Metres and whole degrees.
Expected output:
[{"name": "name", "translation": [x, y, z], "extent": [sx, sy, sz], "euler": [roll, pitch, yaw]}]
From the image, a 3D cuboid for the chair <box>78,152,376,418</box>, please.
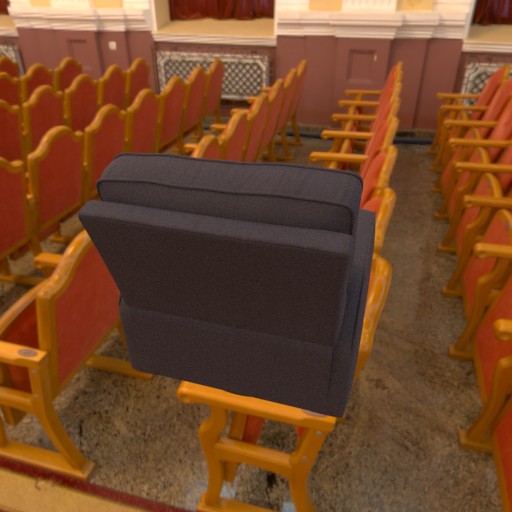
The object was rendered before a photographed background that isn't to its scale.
[{"name": "chair", "translation": [0.000, 0.000, 1.695], "extent": [0.861, 0.962, 0.964], "euler": [9, 33, 14]}]
